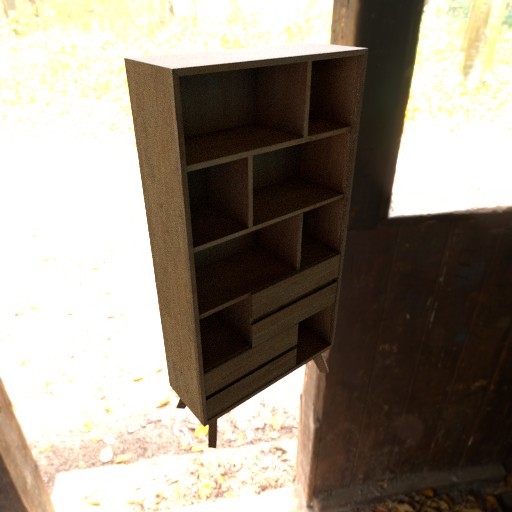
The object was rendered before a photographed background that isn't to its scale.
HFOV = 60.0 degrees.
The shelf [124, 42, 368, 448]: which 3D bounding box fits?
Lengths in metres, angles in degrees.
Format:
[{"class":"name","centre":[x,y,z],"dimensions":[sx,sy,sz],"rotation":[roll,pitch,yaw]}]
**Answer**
[{"class":"shelf","centre":[0.000,0.000,1.754],"dimensions":[0.748,1.471,0.308],"rotation":[-22,37,-33]}]
